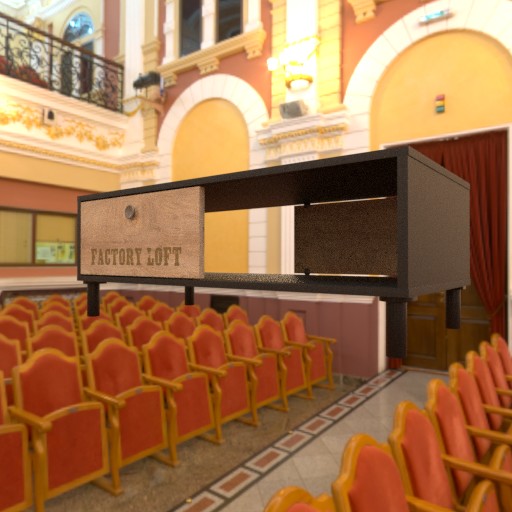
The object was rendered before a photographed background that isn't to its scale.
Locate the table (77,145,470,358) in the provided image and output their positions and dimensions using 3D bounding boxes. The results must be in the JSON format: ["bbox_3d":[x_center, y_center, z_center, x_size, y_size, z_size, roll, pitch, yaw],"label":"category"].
[{"bbox_3d":[0.000,0.000,1.357,1.100,0.400,0.550,0,-1,37],"label":"table"}]
